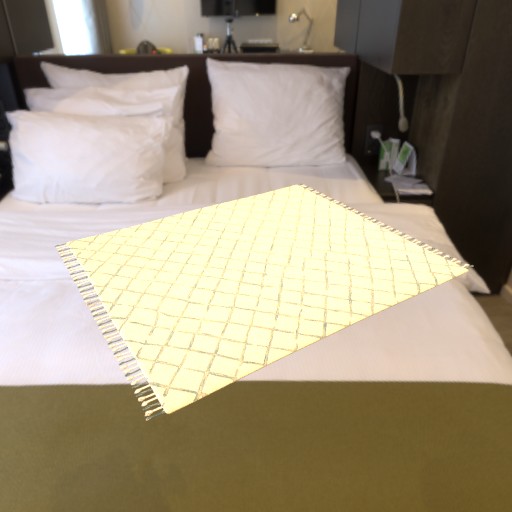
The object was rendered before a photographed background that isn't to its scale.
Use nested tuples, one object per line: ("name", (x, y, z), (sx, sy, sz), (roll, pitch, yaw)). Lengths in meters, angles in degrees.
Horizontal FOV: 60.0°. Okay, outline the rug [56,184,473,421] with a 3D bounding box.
("rug", (0.000, 0.000, 4.809), (3.585, 0.036, 2.892), (-18, 35, -28))
